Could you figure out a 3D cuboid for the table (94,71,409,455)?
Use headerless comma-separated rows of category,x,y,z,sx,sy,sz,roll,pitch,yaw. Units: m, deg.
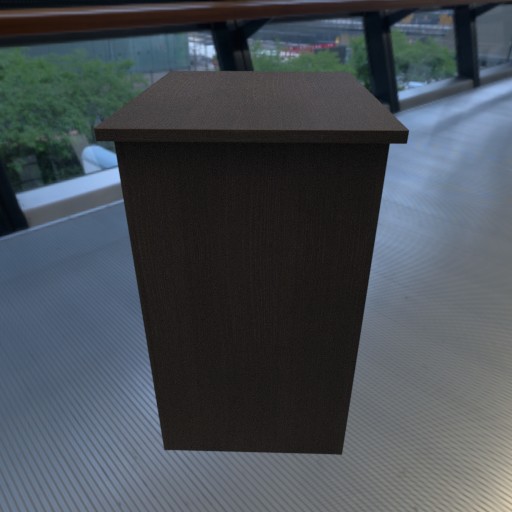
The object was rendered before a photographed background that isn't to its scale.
table,0.000,0.000,0.901,0.381,0.635,0.480,1,30,1
